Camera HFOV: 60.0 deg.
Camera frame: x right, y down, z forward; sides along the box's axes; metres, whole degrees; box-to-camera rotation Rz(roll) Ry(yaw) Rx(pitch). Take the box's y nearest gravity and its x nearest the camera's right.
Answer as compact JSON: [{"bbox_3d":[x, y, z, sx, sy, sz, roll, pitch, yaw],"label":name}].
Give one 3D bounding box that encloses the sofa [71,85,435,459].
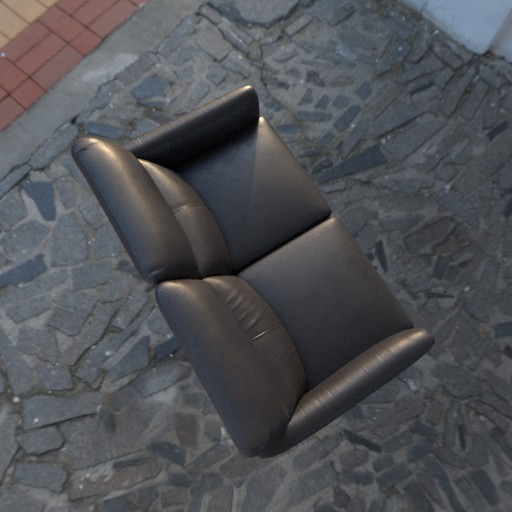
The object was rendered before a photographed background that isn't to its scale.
[{"bbox_3d":[0.000,0.000,2.116,0.958,0.920,1.596,-31,76,-8],"label":"sofa"}]
